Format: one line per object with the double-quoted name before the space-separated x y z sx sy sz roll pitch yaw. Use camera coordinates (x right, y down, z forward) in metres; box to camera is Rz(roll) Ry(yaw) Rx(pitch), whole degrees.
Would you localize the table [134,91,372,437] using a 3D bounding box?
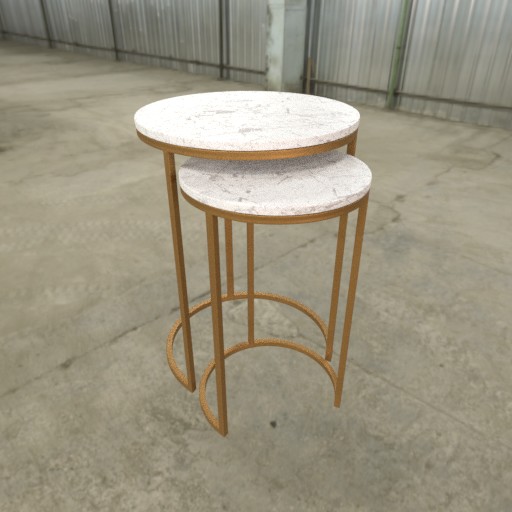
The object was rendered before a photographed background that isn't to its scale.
"table" 0.000 0.000 0.898 0.400 0.550 0.507 -9 31 -15
